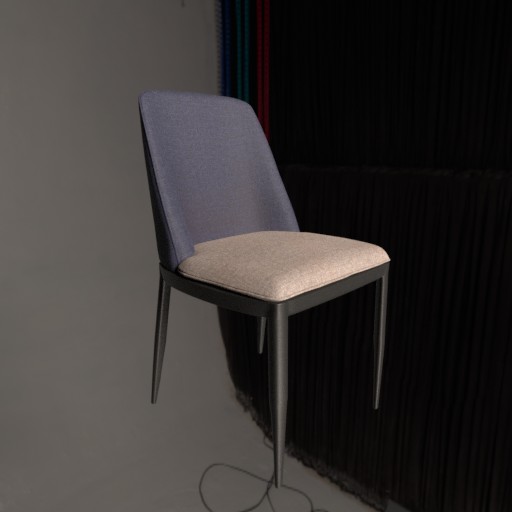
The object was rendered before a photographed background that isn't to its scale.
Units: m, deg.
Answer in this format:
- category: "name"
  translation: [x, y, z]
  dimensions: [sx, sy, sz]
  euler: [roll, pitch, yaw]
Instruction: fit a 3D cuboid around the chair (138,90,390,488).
- category: "chair"
  translation: [0.000, 0.000, 1.151]
  dimensions: [0.551, 0.839, 0.480]
  euler: [13, 20, 43]
